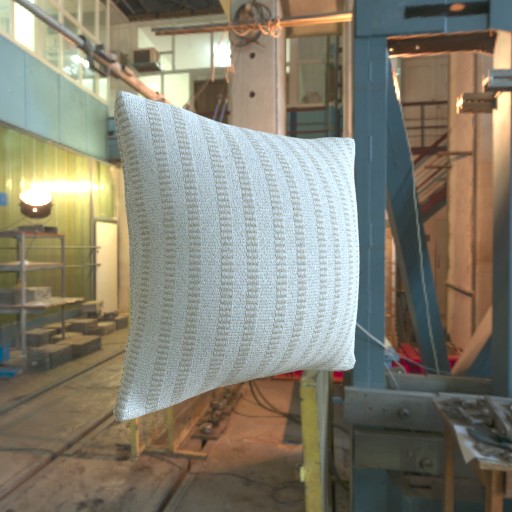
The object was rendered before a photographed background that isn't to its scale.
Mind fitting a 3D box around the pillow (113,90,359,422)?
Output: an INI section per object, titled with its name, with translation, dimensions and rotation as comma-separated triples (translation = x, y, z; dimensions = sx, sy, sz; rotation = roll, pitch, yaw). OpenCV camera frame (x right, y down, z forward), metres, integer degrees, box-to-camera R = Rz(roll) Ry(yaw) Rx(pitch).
[pillow]
translation = 0.000, 0.000, 0.682
dimensions = 0.438, 0.419, 0.247
rotation = -1, 1, -36
